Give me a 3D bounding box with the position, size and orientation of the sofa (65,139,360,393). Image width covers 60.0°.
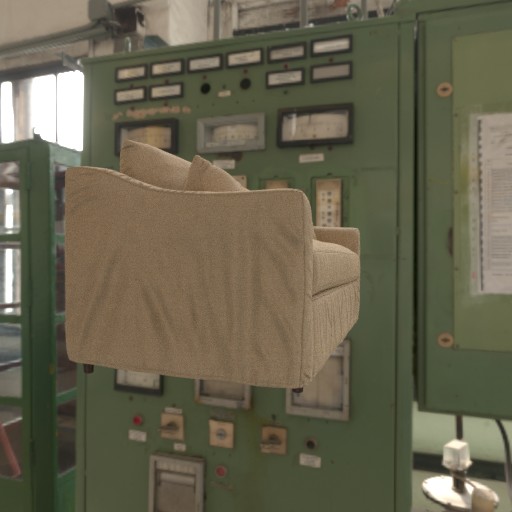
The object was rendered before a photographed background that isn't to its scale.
[{"bbox_3d":[0.000,0.000,2.636,1.072,1.018,2.010,0,0,19],"label":"sofa"}]
